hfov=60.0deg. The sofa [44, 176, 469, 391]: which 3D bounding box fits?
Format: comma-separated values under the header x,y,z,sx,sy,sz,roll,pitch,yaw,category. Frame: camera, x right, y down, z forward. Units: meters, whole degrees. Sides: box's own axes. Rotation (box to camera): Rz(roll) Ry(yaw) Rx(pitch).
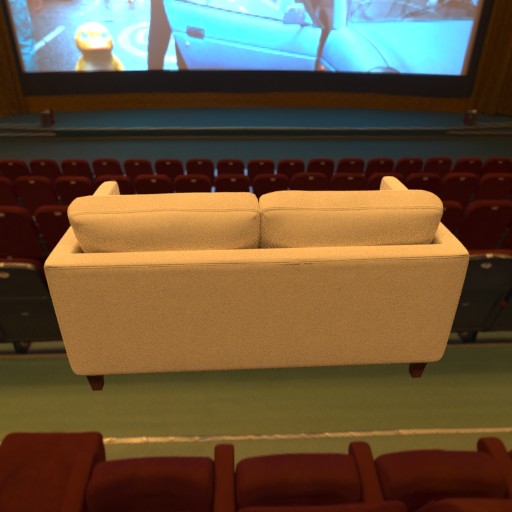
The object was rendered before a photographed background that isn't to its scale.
x,y,z,sx,sy,sz,roll,pitch,yaw,category
0.000,0.000,2.248,1.702,0.888,0.964,-1,29,-3,sofa
